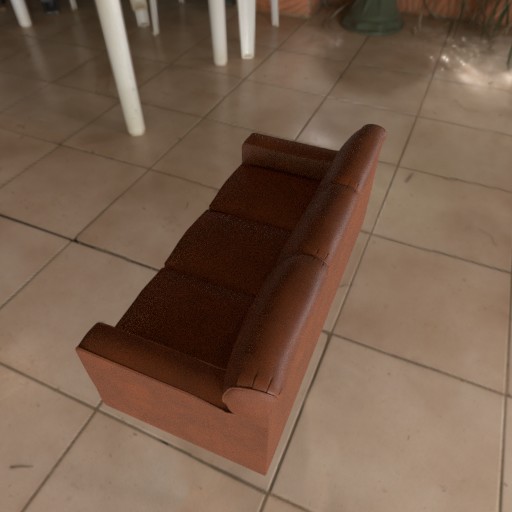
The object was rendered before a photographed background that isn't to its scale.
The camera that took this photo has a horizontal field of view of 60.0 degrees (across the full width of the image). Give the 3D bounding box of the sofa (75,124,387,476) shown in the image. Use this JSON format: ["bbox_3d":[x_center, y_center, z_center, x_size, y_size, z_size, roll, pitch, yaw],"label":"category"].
[{"bbox_3d":[0.000,0.000,2.612,1.008,0.953,2.039,17,48,16],"label":"sofa"}]
